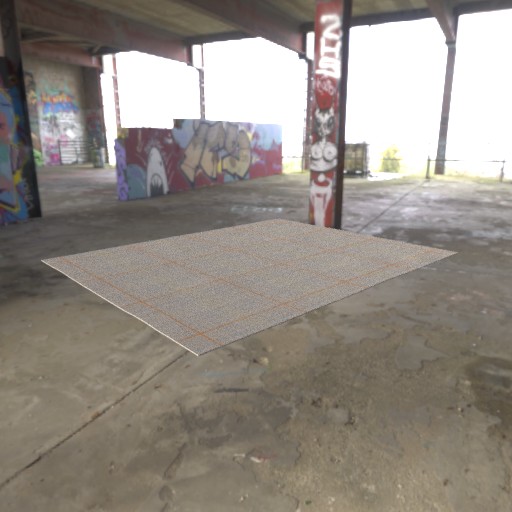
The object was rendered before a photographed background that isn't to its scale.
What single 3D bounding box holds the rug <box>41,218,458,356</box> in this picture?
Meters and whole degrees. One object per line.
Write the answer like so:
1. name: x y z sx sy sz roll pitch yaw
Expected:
1. rug: 0.000 0.000 4.144 3.051 0.021 2.448 -14 20 -41
